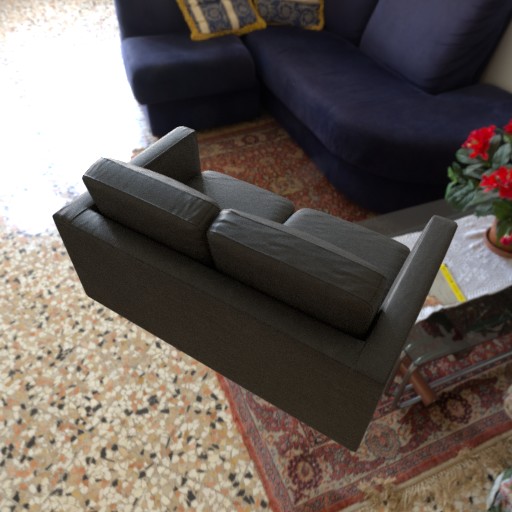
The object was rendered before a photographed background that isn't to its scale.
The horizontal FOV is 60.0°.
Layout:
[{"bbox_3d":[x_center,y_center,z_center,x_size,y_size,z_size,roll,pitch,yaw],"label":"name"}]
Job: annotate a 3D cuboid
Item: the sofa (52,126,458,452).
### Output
[{"bbox_3d":[0.000,0.000,1.972,1.430,0.899,0.879,24,51,21],"label":"sofa"}]
